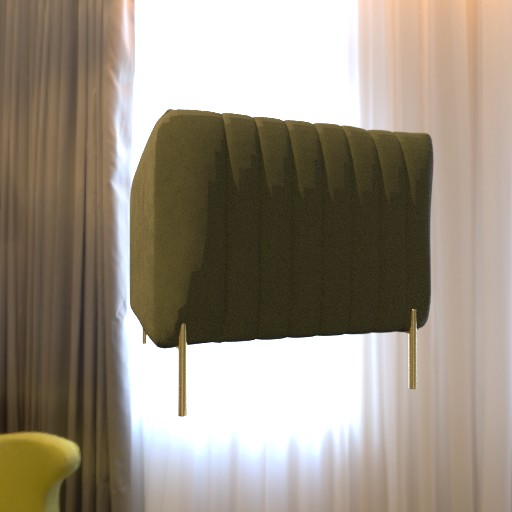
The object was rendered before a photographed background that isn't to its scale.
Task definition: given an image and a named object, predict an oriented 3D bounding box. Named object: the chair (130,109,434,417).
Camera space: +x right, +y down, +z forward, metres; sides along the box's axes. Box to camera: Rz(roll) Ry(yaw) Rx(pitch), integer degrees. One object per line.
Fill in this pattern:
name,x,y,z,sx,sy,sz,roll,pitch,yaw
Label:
chair,0.000,0.000,1.675,0.877,0.794,1.032,0,0,-19
